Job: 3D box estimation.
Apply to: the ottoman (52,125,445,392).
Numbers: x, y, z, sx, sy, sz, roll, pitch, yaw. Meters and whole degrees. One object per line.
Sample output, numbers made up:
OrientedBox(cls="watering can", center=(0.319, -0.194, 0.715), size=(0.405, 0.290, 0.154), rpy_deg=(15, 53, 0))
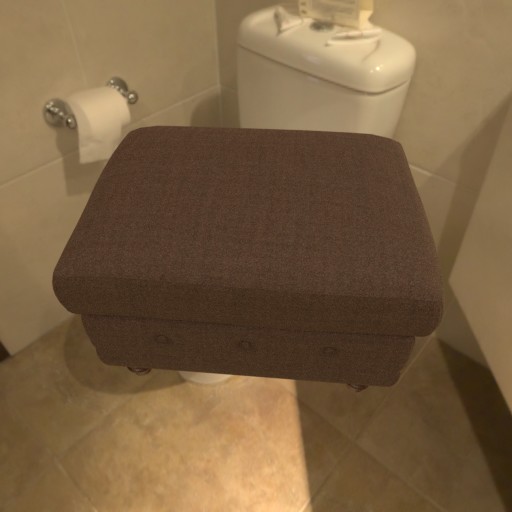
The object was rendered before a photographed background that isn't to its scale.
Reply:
OrientedBox(cls="ottoman", center=(0.000, 0.000, 1.204), size=(0.809, 0.555, 0.599), rpy_deg=(3, 46, 3))
